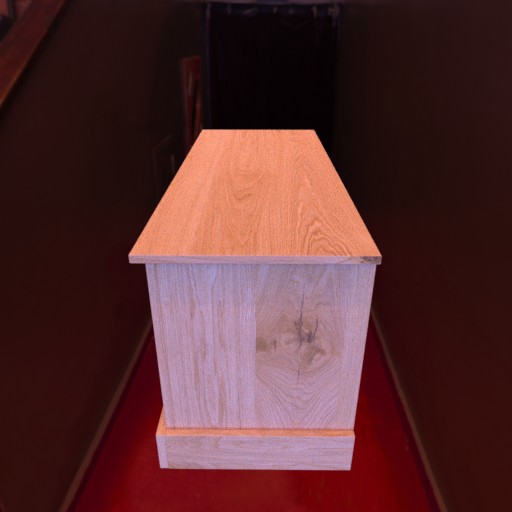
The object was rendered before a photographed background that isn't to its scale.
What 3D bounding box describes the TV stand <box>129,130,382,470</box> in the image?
[{"bbox_3d":[0.000,0.000,1.362,0.440,0.550,1.080,0,27,1],"label":"TV stand"}]
